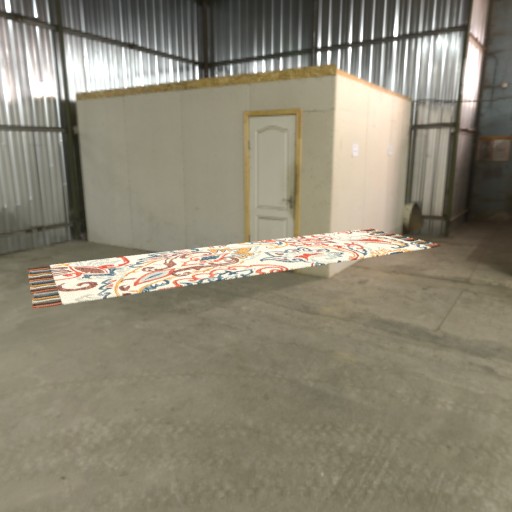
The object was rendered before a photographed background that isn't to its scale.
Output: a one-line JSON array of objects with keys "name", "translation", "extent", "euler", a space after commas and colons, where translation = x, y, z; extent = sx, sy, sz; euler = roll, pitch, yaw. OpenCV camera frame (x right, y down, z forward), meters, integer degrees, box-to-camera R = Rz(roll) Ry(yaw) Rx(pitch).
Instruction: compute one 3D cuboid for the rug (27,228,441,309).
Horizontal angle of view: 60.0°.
[{"name": "rug", "translation": [0.000, 0.000, 2.927], "extent": [2.682, 0.015, 0.763], "euler": [-8, 16, -27]}]
